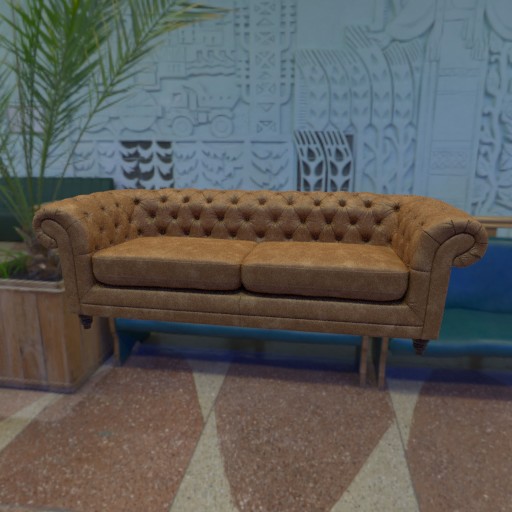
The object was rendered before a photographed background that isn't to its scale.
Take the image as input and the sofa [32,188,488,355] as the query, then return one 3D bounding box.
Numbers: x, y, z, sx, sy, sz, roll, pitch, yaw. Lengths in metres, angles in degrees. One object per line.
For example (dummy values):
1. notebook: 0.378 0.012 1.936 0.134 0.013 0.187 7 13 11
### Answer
1. sofa: 0.000 0.000 2.761 2.365 0.760 0.989 3 15 10
